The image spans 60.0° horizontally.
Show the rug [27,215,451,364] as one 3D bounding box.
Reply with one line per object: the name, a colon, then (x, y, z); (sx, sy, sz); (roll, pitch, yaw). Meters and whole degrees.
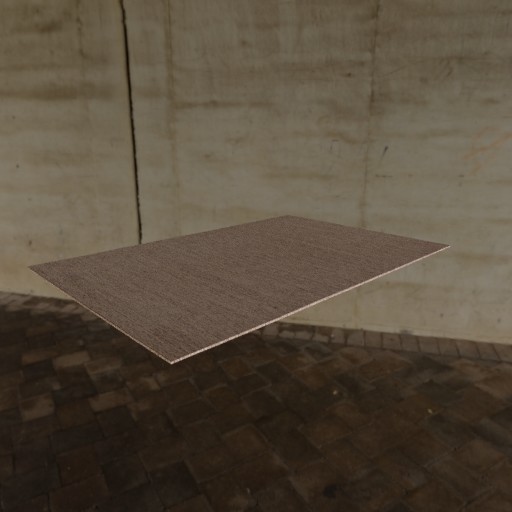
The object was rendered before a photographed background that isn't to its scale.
rug: (0.000, 0.000, 2.290); (1.840, 0.013, 1.225); (-15, 22, -42)
